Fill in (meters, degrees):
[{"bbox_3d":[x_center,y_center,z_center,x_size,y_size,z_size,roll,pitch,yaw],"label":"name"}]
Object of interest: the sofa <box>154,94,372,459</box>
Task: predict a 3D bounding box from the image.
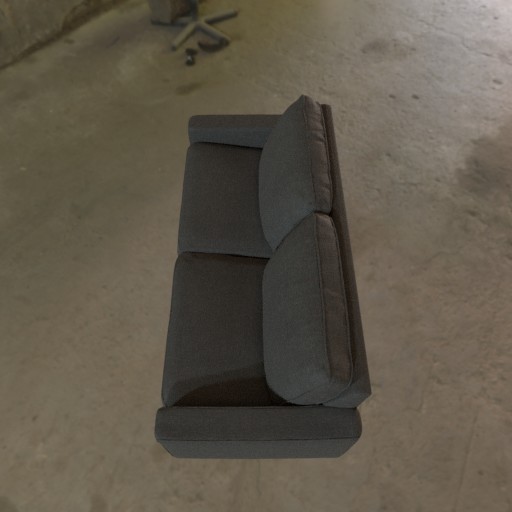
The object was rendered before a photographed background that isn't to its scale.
[{"bbox_3d":[0.000,0.000,2.566,0.940,0.919,2.080,0,58,0],"label":"sofa"}]
